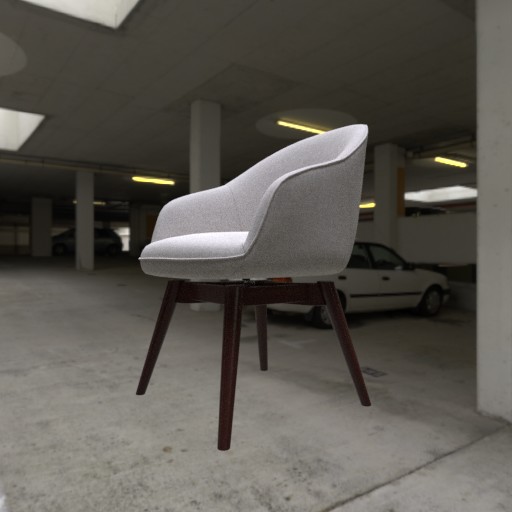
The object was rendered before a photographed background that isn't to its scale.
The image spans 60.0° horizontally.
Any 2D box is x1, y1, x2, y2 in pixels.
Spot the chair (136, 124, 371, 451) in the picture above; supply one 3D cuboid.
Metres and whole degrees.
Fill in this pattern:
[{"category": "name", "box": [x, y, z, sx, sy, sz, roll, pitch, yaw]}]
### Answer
[{"category": "chair", "box": [0.000, 0.000, 1.289, 0.635, 0.823, 0.596, 0, 0, -36]}]
